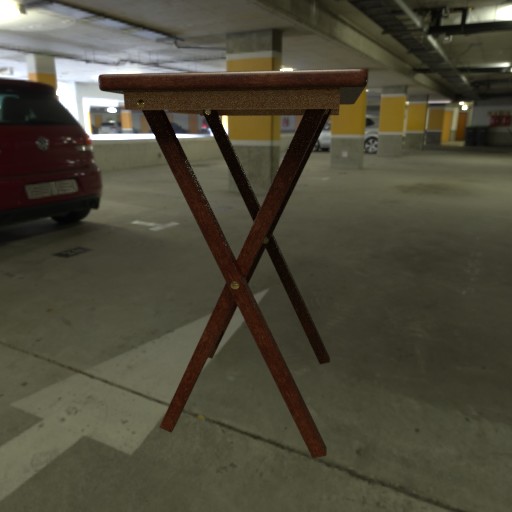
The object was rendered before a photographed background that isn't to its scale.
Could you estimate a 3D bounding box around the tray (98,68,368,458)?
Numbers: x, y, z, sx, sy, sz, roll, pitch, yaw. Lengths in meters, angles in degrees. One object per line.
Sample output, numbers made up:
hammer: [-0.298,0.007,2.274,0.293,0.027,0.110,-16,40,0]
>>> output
tray: [0.000,0.000,0.922,0.381,0.660,0.483,3,16,10]
